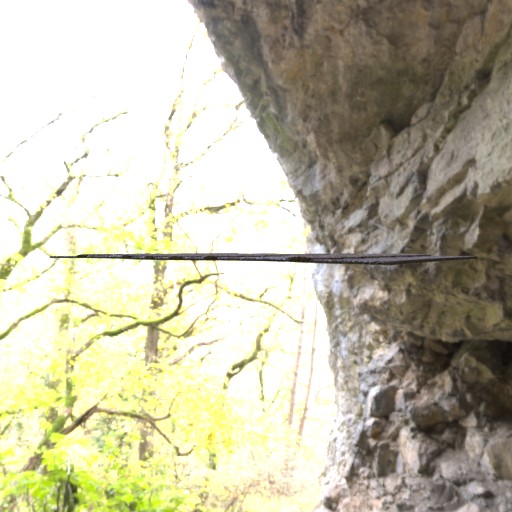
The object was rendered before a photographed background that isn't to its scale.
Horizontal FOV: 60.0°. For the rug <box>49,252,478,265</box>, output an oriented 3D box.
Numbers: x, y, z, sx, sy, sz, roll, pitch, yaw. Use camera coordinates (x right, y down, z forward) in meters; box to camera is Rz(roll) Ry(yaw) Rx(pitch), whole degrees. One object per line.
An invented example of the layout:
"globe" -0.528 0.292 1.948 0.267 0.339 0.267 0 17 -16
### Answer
"rug" 0.000 0.000 2.864 2.333 0.033 1.513 1 1 37
